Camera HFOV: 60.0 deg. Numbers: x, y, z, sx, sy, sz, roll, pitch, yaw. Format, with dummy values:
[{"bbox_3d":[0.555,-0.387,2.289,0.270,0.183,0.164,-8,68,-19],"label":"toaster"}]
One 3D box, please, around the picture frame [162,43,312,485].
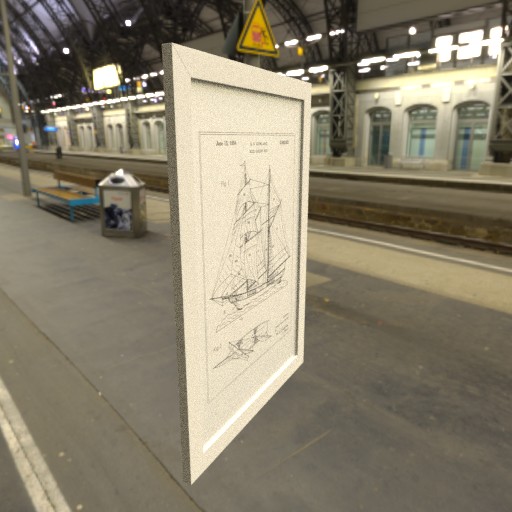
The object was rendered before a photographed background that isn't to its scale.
[{"bbox_3d":[0.000,0.000,0.584,0.011,0.459,0.326,8,17,28],"label":"picture frame"}]
